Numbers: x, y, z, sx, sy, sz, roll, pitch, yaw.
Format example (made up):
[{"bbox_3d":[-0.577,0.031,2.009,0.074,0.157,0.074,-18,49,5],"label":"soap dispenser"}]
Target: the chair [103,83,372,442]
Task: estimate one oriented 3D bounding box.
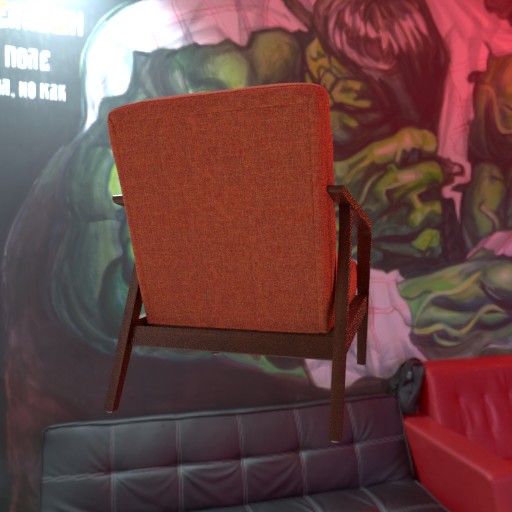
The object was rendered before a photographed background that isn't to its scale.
[{"bbox_3d":[0.000,0.000,1.511,0.719,0.890,0.860,0,0,18],"label":"chair"}]
